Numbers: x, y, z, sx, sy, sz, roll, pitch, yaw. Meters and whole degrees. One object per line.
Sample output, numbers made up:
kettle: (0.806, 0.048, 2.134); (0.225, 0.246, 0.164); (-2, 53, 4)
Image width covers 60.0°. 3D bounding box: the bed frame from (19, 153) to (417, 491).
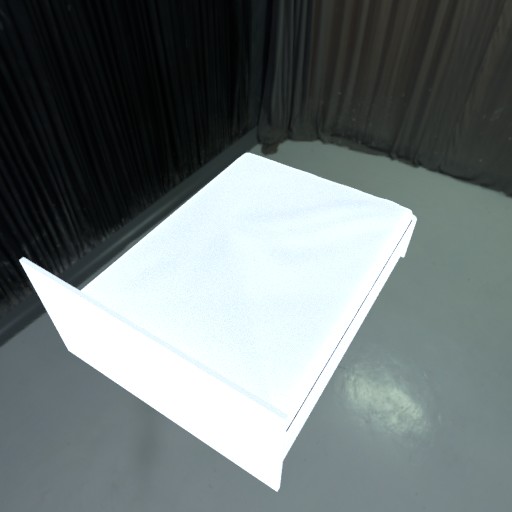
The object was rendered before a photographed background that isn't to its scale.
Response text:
bed frame: (0.000, 0.000, 2.738); (1.490, 0.800, 1.950); (24, 50, 22)
